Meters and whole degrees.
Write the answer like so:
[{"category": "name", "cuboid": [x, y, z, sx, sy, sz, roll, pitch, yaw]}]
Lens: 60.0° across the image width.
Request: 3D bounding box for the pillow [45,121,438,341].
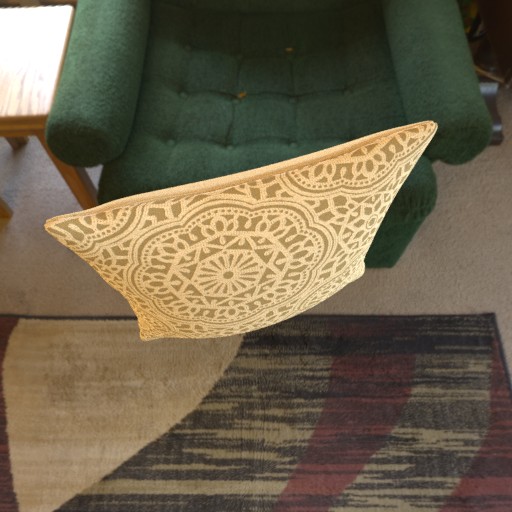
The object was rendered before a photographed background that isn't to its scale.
[{"category": "pillow", "cuboid": [0.000, 0.000, 0.649, 0.438, 0.421, 0.167, -16, 65, -8]}]
